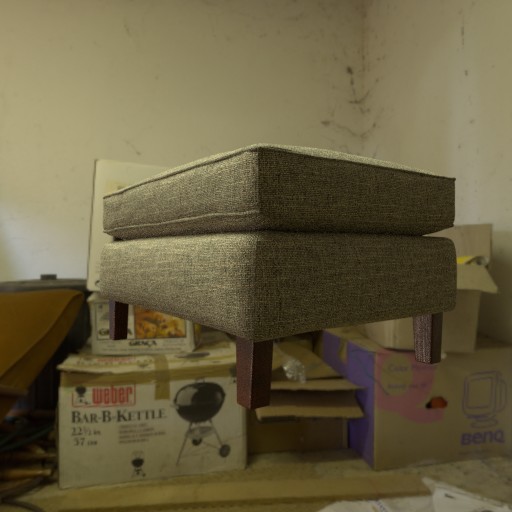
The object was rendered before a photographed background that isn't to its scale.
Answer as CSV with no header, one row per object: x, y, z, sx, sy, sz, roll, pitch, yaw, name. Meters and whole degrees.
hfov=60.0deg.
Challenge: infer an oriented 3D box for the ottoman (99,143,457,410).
0.000,0.000,0.960,0.508,0.406,0.686,0,1,-35,ottoman
